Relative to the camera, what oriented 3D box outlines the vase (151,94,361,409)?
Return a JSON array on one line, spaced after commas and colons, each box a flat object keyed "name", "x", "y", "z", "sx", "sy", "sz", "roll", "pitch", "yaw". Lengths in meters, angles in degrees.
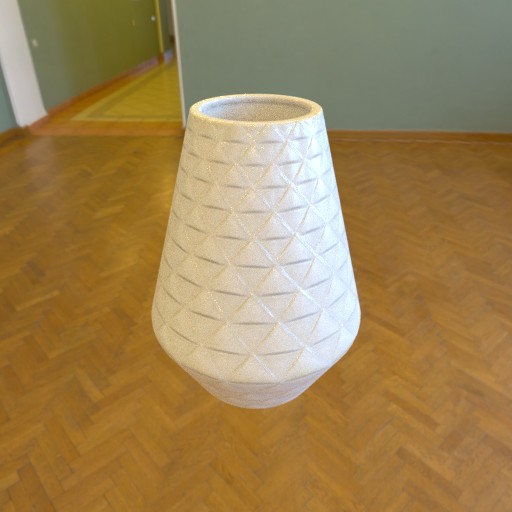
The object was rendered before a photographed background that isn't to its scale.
[{"name": "vase", "x": 0.000, "y": 0.000, "z": 0.353, "sx": 0.175, "sy": 0.230, "sz": 0.175, "roll": 0, "pitch": 31, "yaw": 0}]
